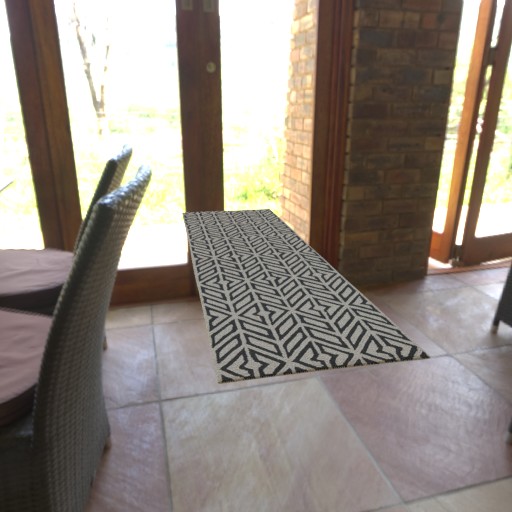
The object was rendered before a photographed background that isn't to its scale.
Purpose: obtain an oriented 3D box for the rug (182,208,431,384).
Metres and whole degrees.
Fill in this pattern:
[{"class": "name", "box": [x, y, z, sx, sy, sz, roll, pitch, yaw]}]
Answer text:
[{"class": "rug", "box": [0.000, 0.000, 2.607, 0.750, 0.009, 2.435, -4, 19, -11]}]
